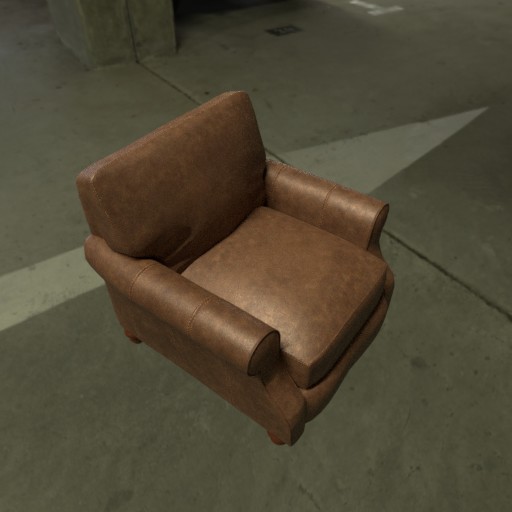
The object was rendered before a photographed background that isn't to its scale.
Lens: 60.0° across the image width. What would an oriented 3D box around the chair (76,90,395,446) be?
[{"bbox_3d":[0.000,0.000,1.778,1.002,0.976,0.996,26,48,27],"label":"chair"}]
